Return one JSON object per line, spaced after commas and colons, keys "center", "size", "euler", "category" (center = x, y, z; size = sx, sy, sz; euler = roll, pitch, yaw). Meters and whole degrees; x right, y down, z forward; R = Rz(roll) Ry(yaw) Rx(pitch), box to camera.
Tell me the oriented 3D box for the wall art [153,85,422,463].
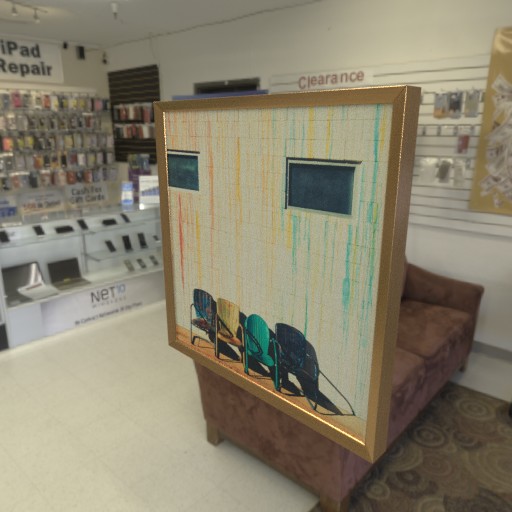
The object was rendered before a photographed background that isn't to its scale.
{"center": [0.000, 0.000, 0.743], "size": [0.505, 0.505, 0.037], "euler": [16, 22, 43], "category": "wall art"}
